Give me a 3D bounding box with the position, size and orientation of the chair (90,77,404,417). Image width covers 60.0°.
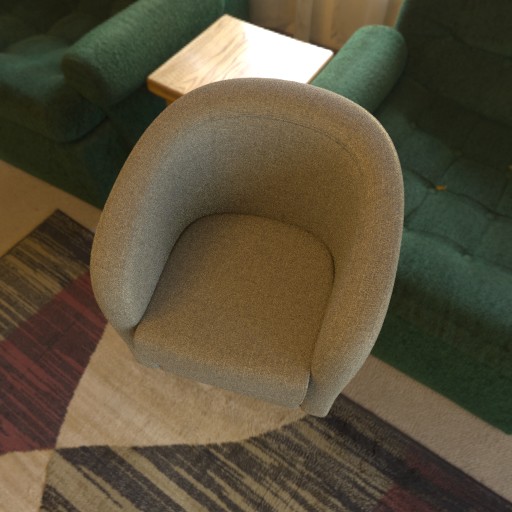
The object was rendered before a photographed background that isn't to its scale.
[{"bbox_3d":[0.000,0.000,1.435,0.791,0.771,0.815,14,58,9],"label":"chair"}]
